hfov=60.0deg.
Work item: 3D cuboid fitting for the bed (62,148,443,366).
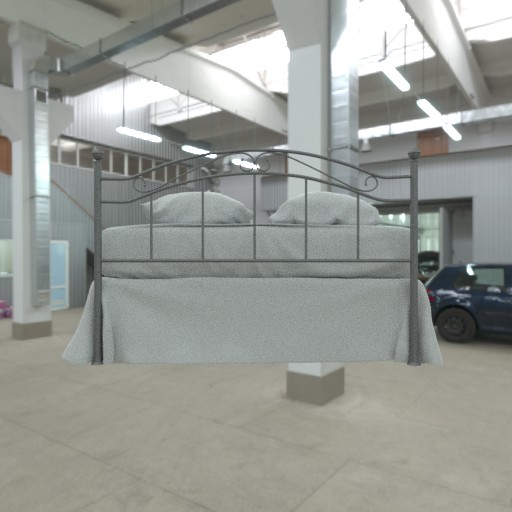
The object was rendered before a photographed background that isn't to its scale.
[{"bbox_3d":[0.000,0.000,3.269,1.936,1.080,2.215,0,0,1],"label":"bed"}]
